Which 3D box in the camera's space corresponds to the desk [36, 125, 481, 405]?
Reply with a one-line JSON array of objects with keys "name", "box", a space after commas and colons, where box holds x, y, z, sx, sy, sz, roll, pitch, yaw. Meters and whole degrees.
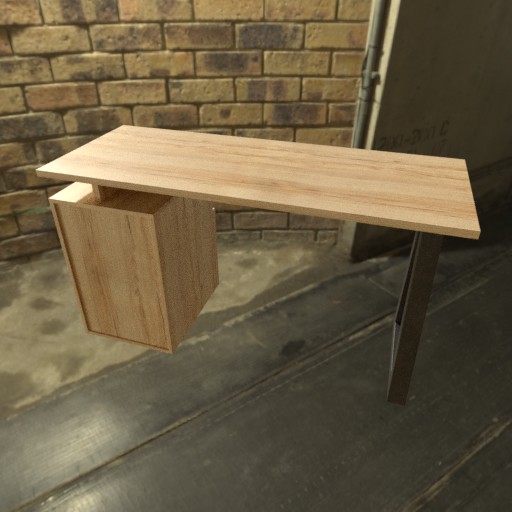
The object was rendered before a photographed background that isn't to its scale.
[{"name": "desk", "box": [0.000, 0.000, 1.756, 1.400, 0.760, 0.550, 10, 34, 15]}]
